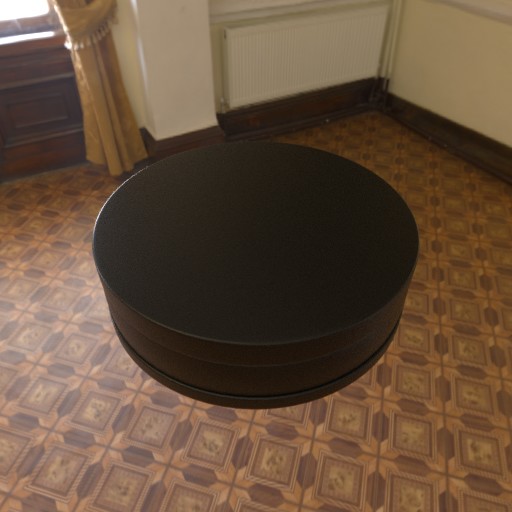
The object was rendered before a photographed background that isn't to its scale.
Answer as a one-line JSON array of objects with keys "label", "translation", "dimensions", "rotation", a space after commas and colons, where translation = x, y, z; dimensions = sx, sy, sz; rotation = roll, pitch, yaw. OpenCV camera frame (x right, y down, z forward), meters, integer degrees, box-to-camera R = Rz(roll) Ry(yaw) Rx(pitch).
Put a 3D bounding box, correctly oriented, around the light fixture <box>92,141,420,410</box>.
[{"label": "light fixture", "translation": [0.000, 0.000, 0.424], "dimensions": [0.283, 0.097, 0.283], "rotation": [0, 42, 0]}]
